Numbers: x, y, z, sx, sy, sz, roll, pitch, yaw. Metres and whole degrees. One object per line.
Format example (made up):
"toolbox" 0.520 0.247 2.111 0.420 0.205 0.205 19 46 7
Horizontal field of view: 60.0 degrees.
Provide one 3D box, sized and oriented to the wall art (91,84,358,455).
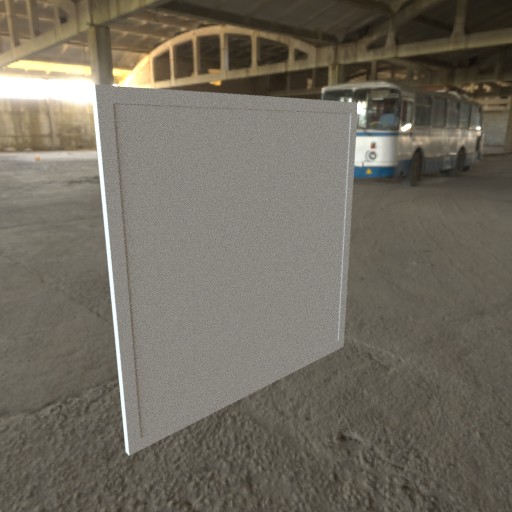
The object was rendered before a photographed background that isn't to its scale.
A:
"wall art" 0.000 0.000 0.969 0.660 0.660 0.015 -14 21 -40
